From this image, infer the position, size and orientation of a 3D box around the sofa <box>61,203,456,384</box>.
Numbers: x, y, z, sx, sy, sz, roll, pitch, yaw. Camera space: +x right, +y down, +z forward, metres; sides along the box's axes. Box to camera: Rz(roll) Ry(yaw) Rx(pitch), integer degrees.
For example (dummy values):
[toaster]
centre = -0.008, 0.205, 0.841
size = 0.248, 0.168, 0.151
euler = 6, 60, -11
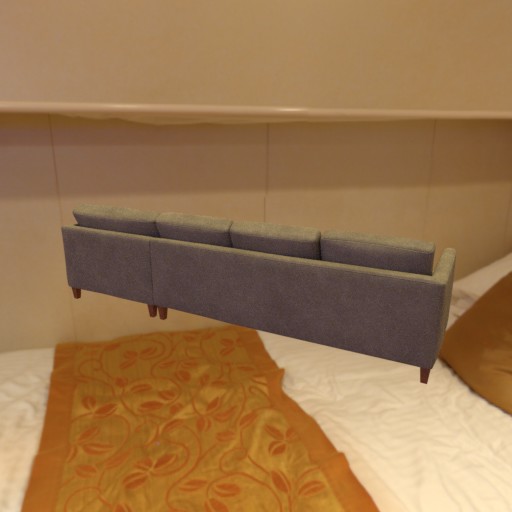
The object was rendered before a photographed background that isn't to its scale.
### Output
[sofa]
centre = 0.000, 0.000, 4.223
size = 3.471, 0.950, 1.604
euler = 8, 18, 26
